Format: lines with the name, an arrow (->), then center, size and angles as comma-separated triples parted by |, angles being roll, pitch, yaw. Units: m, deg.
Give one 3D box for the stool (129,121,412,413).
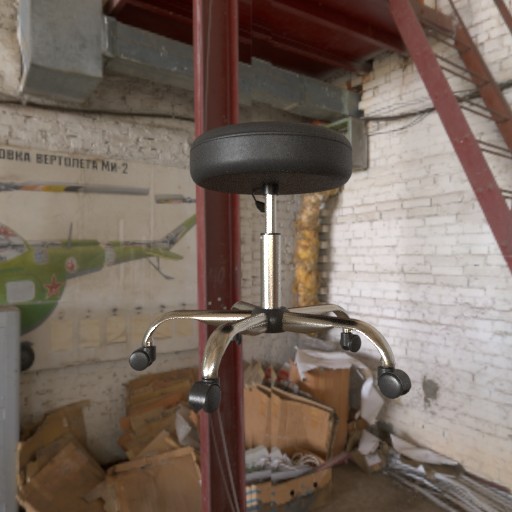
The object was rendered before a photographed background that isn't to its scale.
stool -> 0.000, 0.000, 1.125 | 0.638, 0.576, 0.673 | 0, 0, 1
